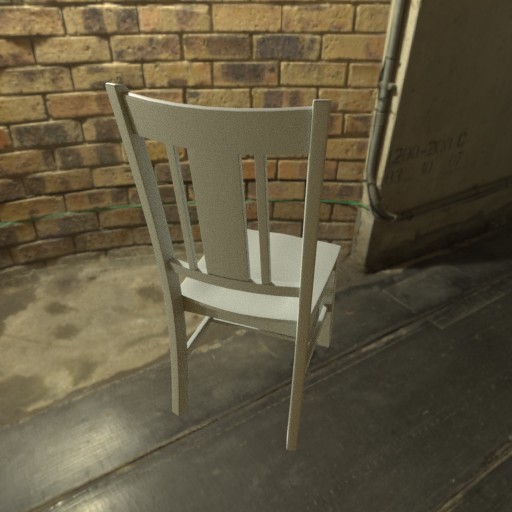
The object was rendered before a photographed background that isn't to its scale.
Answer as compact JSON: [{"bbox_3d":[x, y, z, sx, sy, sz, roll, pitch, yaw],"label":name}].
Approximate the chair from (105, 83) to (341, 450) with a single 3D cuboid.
[{"bbox_3d":[0.000,0.000,1.271,0.450,0.998,0.555,11,33,17],"label":"chair"}]
